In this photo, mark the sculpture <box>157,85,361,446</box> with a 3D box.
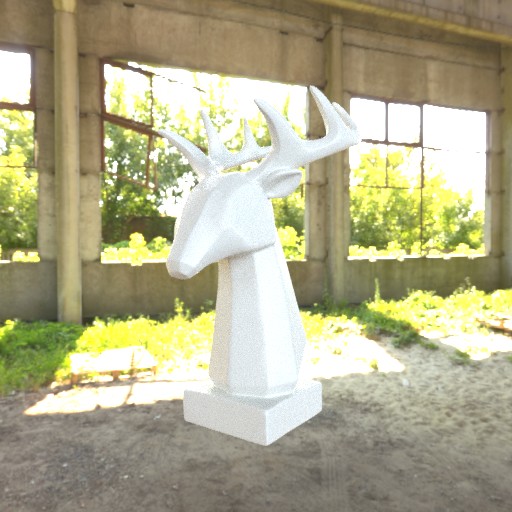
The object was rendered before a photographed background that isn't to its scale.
[{"bbox_3d":[0.000,0.000,0.451,0.174,0.329,0.224,1,1,36],"label":"sculpture"}]
